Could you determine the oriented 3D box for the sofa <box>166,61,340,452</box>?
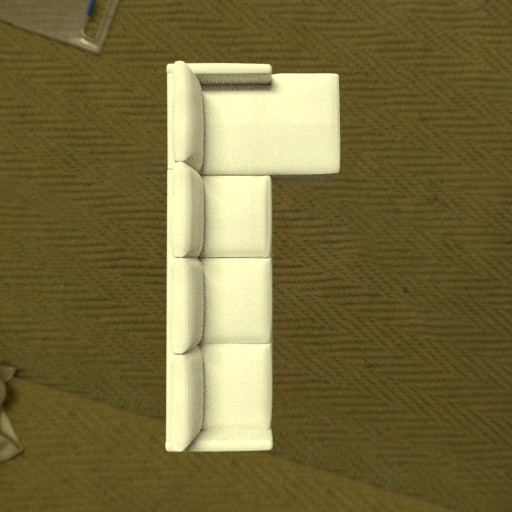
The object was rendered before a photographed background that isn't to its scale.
[{"bbox_3d":[0.000,0.000,2.913,1.126,0.677,2.445,0,89,-1],"label":"sofa"}]
